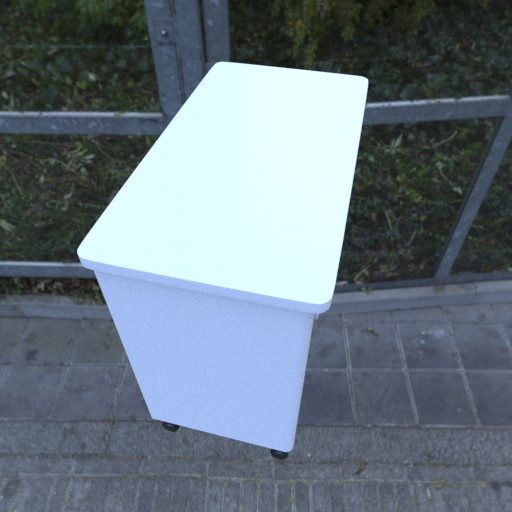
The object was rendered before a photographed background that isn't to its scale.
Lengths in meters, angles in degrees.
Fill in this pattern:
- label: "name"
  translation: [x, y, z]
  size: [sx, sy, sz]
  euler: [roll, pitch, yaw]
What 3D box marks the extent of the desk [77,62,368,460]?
- label: "desk"
  translation: [0.000, 0.000, 1.330]
  size: [0.475, 0.763, 0.877]
  euler: [10, 47, 10]
